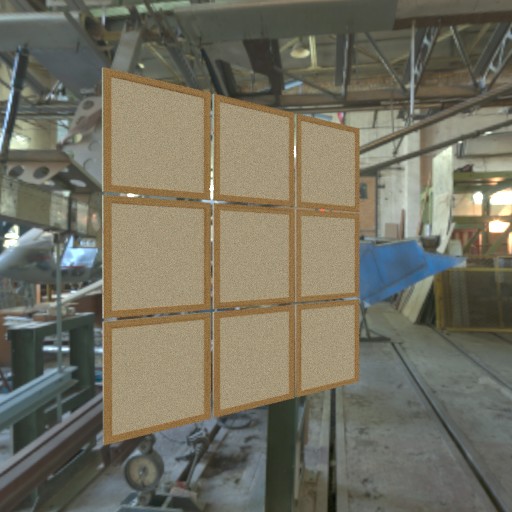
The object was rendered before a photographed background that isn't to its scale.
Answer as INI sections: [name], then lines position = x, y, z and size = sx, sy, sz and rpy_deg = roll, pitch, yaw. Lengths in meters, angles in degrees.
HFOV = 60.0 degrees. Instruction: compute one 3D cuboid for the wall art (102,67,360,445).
[wall art]
position = 0.000, 0.000, 2.229
size = 1.517, 1.523, 0.013
rpy_deg = 0, 1, -35
